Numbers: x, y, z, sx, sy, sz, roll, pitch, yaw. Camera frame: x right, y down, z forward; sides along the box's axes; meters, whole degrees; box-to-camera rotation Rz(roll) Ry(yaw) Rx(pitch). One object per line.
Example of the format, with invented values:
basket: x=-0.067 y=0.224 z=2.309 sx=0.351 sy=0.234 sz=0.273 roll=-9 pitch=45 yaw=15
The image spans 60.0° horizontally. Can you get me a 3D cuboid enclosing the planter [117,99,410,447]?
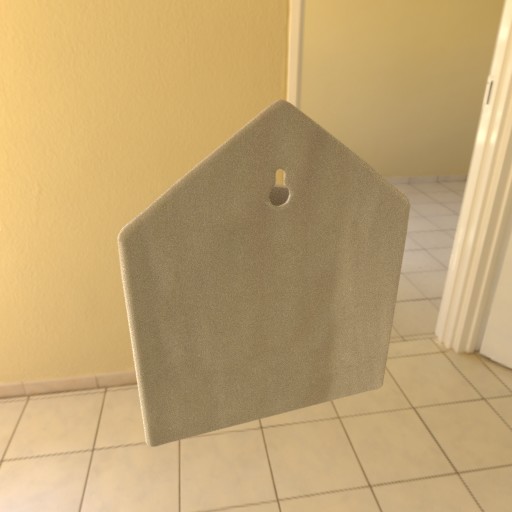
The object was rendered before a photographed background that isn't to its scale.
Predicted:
planter: x=0.000 y=0.000 z=0.278 sx=0.163 sy=0.194 sz=0.080 roll=-8 pitch=27 yaw=-17
